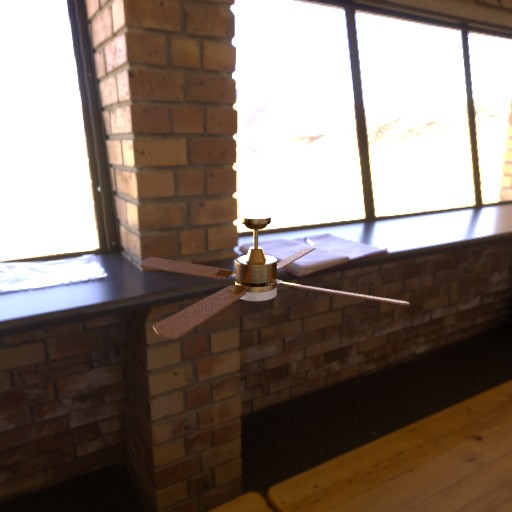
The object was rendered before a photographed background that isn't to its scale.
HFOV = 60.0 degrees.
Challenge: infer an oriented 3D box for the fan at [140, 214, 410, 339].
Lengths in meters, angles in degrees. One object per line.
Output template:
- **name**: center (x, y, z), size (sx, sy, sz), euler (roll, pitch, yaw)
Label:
- **fan**: center (0.000, 0.000, 1.955), size (1.320, 0.355, 1.320), euler (8, 16, 27)
